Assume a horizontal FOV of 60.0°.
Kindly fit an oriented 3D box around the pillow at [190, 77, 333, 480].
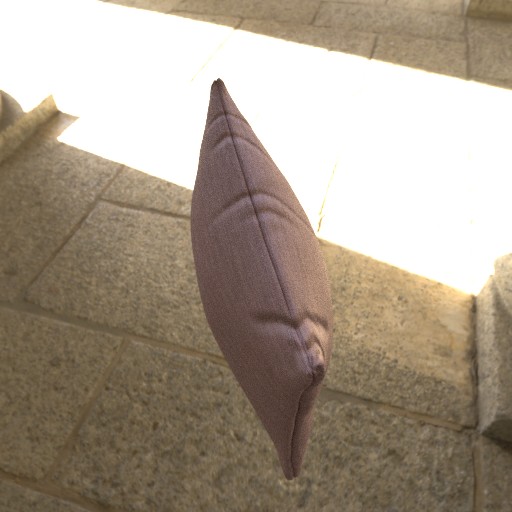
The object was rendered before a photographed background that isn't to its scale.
[{"bbox_3d":[0.000,0.000,0.761,0.210,0.338,0.633,-9,49,-8],"label":"pillow"}]
